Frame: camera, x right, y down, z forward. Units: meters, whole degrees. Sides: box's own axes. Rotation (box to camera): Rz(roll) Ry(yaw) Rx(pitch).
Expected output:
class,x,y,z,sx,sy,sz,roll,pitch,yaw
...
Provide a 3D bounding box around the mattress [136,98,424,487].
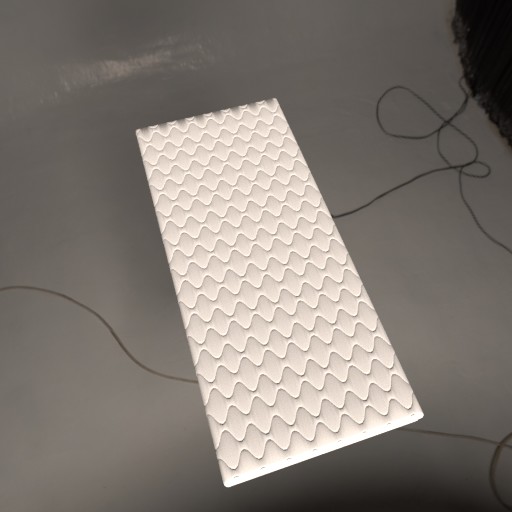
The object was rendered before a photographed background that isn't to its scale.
class,x,y,z,sx,sy,sz,roll,pitch,yaw
mattress,0.000,0.000,2.348,0.900,0.200,2.000,-16,63,-8
